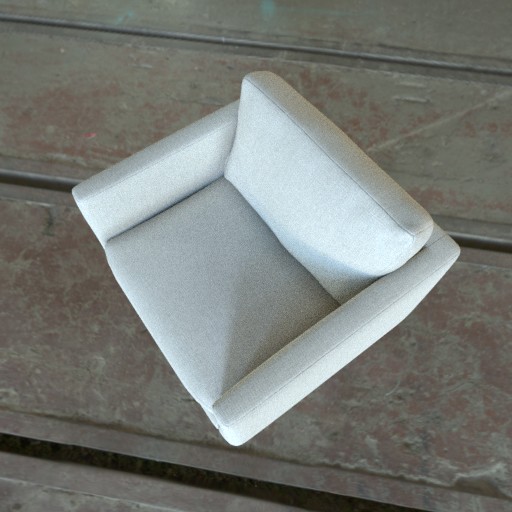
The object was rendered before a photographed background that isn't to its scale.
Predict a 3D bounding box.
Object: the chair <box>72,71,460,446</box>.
[{"bbox_3d":[0.000,0.000,1.693,0.959,0.919,0.996,-33,67,-16],"label":"chair"}]
